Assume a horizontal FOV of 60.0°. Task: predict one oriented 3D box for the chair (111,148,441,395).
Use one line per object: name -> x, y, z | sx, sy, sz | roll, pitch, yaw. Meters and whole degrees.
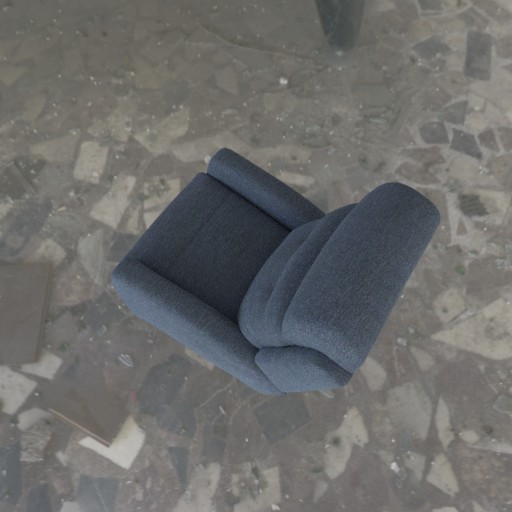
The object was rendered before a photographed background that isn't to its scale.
chair -> 0.000, 0.000, 1.756 | 1.043, 1.013, 0.798 | 30, 67, 14
